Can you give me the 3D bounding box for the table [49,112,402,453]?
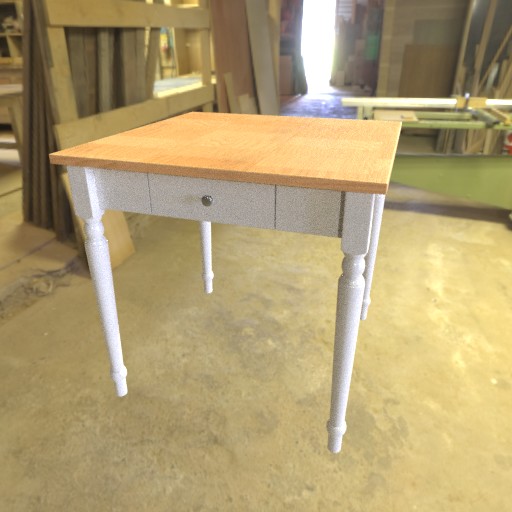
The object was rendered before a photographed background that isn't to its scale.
[{"bbox_3d":[0.000,0.000,1.380,0.747,0.738,0.747,8,27,17],"label":"table"}]
